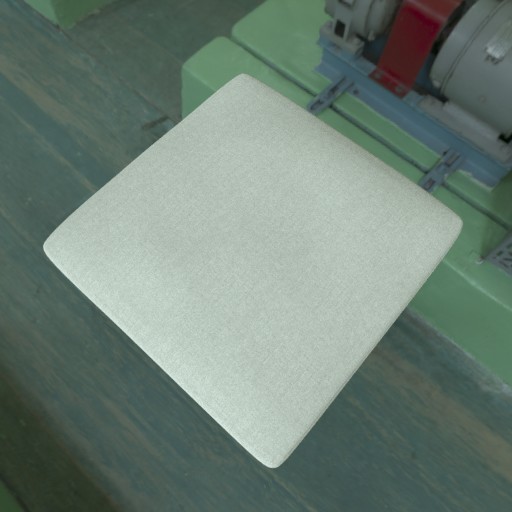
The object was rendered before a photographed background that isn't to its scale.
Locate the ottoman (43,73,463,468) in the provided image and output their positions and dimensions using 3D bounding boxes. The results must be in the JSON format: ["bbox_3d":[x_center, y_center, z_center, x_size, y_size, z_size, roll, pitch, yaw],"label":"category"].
[{"bbox_3d":[0.000,0.000,1.336,0.843,0.436,0.840,39,72,15],"label":"ottoman"}]
